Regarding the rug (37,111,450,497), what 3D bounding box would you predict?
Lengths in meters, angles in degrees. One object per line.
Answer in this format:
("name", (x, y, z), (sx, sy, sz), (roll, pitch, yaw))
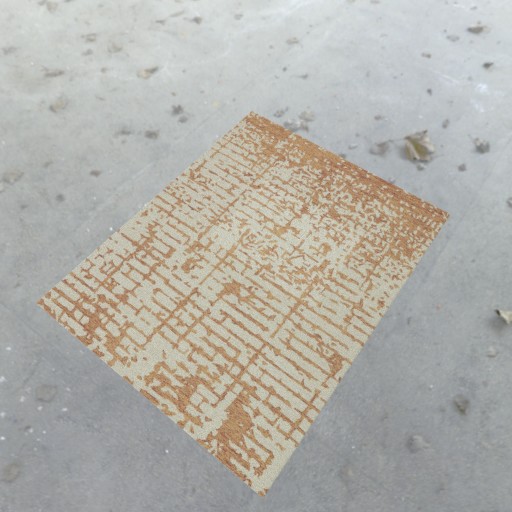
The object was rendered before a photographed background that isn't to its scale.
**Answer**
("rug", (0.000, 0.000, 4.067), (2.441, 0.011, 3.050), (33, 64, 18))
